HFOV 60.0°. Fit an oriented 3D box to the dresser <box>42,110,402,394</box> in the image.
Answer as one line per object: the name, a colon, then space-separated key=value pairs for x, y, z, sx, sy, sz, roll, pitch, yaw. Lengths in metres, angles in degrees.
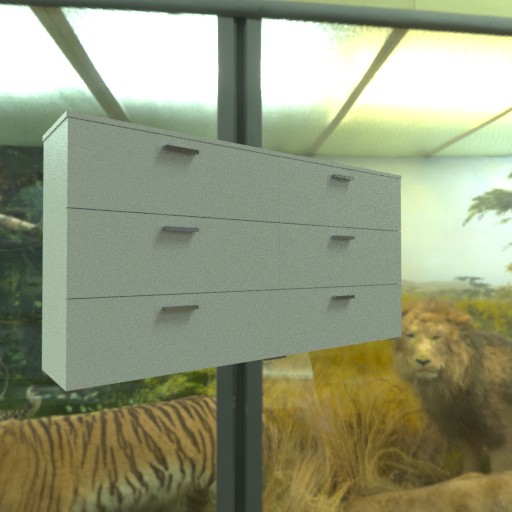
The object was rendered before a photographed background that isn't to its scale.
dresser: x=0.000 y=0.000 z=1.803 sx=1.535 sy=0.790 sz=0.333 roll=1 pitch=-1 yaw=-37
